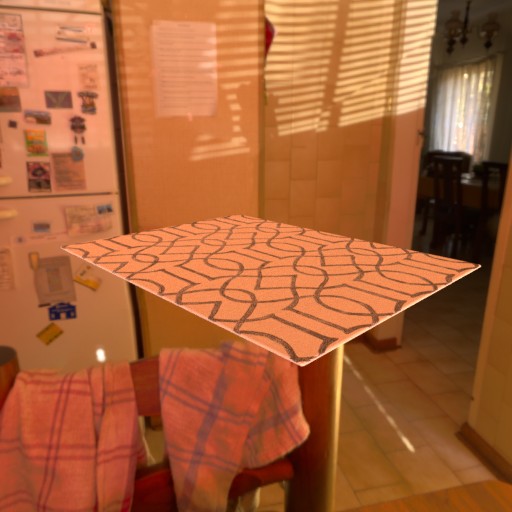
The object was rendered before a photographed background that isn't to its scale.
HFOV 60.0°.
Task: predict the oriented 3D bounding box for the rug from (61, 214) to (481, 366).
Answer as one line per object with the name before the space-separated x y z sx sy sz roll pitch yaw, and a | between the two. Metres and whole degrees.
rug | 0.000 0.000 3.815 2.211 0.021 2.910 -15 22 -42
